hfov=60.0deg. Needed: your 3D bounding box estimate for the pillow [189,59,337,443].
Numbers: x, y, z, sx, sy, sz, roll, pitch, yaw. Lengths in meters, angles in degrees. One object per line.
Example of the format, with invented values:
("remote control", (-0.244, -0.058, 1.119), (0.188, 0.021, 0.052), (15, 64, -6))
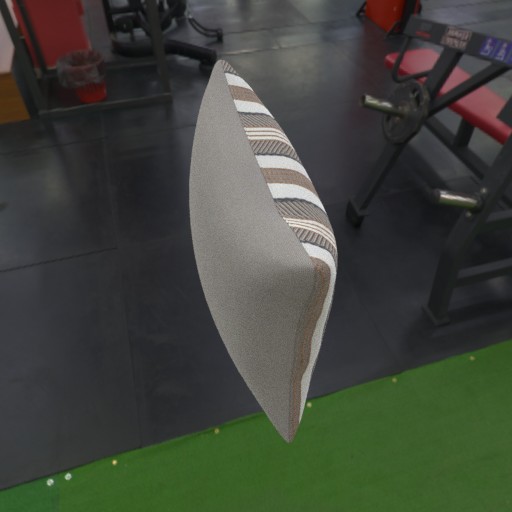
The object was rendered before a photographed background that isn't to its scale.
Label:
("pillow", (0.000, 0.000, 0.643), (0.173, 0.401, 0.416), (-10, 48, -10))
